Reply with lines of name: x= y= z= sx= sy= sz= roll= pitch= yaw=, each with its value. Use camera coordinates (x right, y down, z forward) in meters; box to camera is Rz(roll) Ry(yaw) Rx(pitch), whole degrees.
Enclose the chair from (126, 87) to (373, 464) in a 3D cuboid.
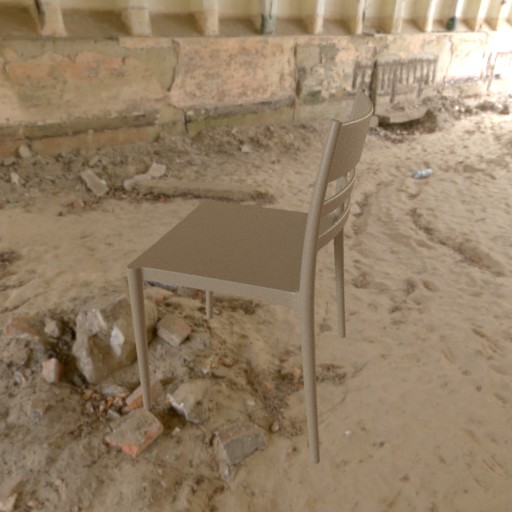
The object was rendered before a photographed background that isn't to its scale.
chair: x=0.000 y=0.000 z=1.168 sx=0.511 sy=0.800 sz=0.531 roll=8 pitch=29 yaw=15
